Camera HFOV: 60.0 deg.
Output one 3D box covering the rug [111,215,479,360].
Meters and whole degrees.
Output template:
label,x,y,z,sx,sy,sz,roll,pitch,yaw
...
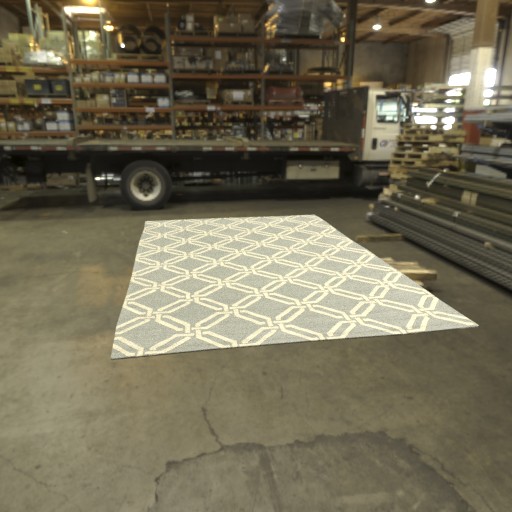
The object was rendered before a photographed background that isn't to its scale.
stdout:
label,x,y,z,sx,sy,sz,roll,pitch,yaw
rug,0.000,0.000,2.138,1.148,0.010,1.754,-3,18,-10
